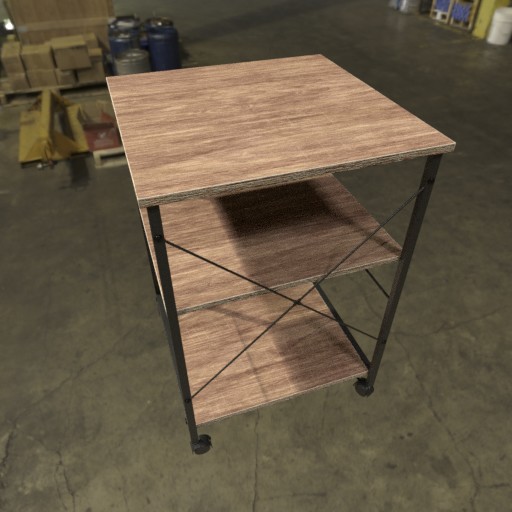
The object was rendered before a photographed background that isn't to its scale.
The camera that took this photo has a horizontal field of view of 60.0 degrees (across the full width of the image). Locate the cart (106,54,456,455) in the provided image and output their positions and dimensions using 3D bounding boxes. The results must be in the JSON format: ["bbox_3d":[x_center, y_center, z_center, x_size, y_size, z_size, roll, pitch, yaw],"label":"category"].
[{"bbox_3d":[0.000,0.000,1.101,0.521,0.762,0.520,-13,42,-14],"label":"cart"}]
